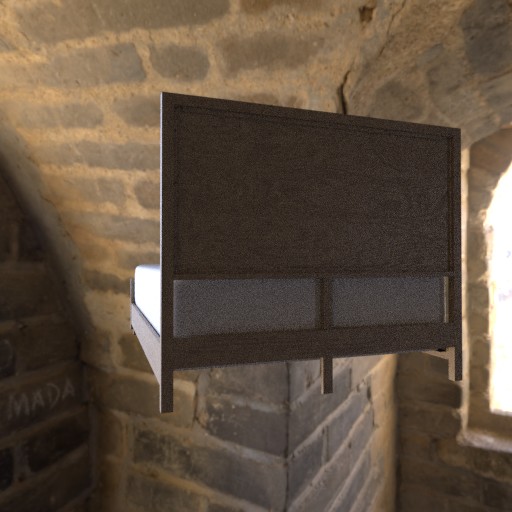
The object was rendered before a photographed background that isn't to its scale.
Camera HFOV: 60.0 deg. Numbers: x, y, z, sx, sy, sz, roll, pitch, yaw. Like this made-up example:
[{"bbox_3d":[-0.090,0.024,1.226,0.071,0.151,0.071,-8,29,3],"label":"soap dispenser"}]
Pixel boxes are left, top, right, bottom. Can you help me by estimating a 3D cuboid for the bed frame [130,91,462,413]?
[{"bbox_3d":[0.000,0.000,3.180,1.606,1.369,2.189,0,-1,-19],"label":"bed frame"}]
